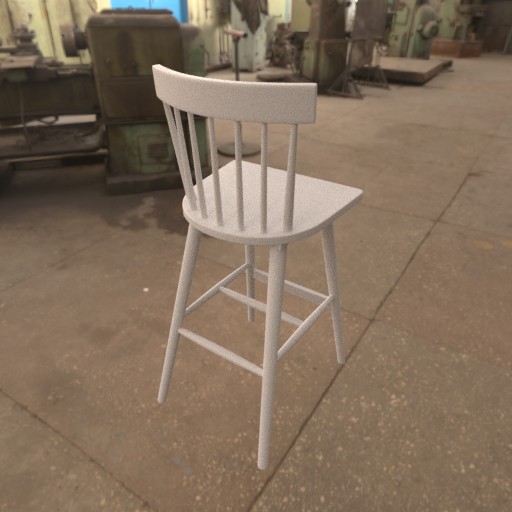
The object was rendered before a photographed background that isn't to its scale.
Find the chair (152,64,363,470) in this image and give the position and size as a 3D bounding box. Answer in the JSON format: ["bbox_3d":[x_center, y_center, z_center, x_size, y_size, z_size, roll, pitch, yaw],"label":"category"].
[{"bbox_3d":[0.000,0.000,1.378,0.483,1.092,0.572,20,37,30],"label":"chair"}]
